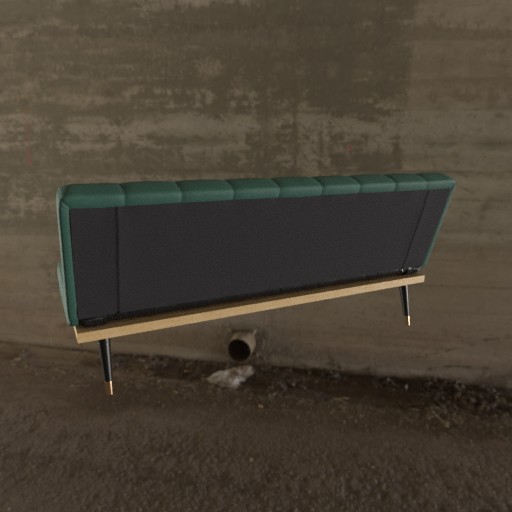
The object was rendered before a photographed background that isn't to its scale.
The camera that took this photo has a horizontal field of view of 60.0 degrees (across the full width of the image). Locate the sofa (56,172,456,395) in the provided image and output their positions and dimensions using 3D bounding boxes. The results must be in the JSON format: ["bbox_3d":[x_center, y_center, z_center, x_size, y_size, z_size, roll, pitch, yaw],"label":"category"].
[{"bbox_3d":[0.000,0.000,2.230,1.810,0.820,0.830,-7,15,-26],"label":"sofa"}]
